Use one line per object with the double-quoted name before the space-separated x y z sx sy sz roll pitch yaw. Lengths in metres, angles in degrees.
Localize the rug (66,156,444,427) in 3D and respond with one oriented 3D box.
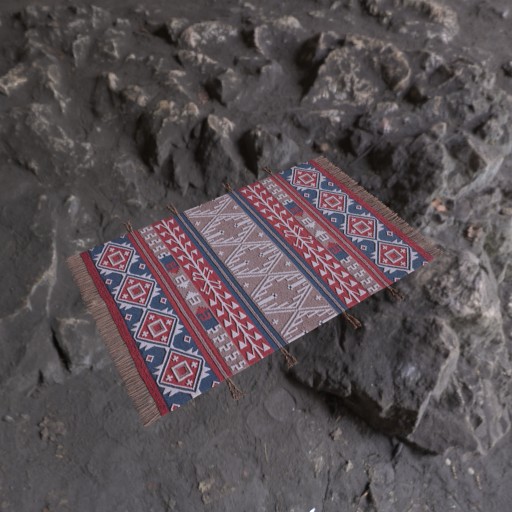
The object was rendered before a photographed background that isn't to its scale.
"rug" 0.000 0.000 2.739 2.025 0.040 1.469 -25 53 -21
